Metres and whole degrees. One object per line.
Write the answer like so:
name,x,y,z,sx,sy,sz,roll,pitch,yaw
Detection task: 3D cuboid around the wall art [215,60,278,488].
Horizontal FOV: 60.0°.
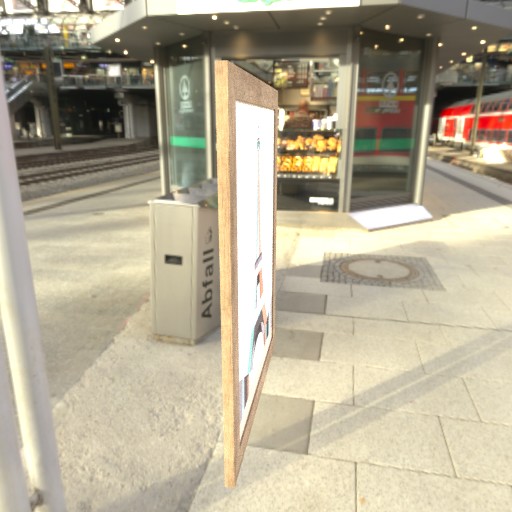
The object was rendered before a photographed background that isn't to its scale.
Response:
wall art,0.000,0.000,0.927,0.018,0.686,0.534,3,17,9
